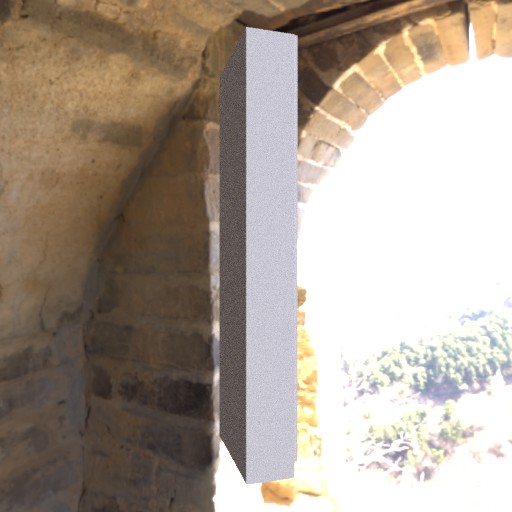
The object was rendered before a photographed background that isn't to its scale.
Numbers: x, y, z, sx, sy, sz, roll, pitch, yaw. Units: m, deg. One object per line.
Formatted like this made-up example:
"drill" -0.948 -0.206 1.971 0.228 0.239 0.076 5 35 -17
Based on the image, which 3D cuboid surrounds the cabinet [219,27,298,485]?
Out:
"cabinet" 0.000 0.000 2.003 0.230 1.790 0.500 0 0 -17
